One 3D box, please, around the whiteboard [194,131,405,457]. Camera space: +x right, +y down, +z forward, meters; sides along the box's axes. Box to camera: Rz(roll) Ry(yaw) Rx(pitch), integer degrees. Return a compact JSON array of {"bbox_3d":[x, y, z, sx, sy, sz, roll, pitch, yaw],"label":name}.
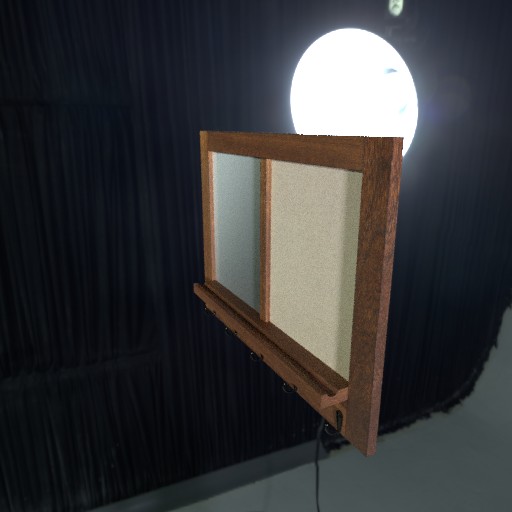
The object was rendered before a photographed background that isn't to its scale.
[{"bbox_3d":[0.000,0.000,1.044,0.083,0.559,0.783,-8,18,-26],"label":"whiteboard"}]
